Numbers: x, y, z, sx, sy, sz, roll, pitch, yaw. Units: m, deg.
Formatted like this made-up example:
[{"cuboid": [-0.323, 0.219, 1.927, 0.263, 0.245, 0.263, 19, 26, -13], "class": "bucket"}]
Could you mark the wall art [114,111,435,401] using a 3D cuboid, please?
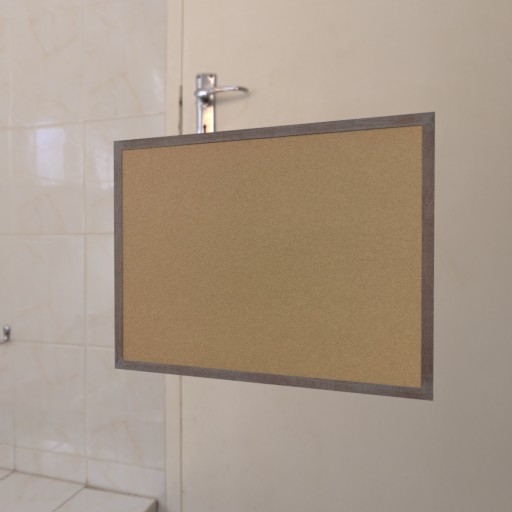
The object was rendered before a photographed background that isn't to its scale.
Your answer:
[{"cuboid": [0.000, 0.000, 1.357, 1.012, 0.774, 0.019, 0, 1, 19], "class": "wall art"}]
